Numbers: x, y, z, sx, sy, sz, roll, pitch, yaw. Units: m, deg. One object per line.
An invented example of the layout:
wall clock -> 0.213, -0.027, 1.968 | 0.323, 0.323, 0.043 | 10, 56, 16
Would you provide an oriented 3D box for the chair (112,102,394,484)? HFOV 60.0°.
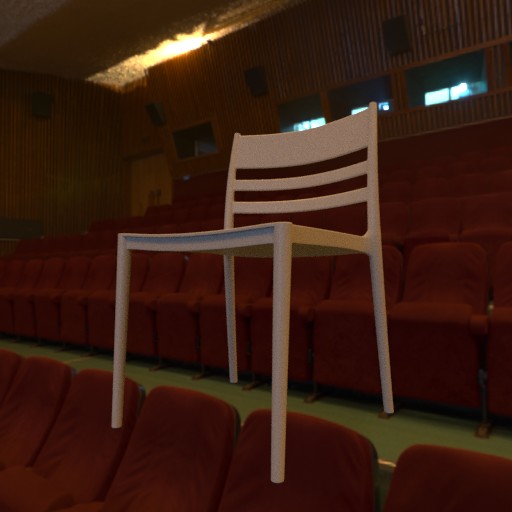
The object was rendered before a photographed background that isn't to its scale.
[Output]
chair -> 0.000, 0.000, 1.107 | 0.531, 0.800, 0.511 | -1, -2, 36
